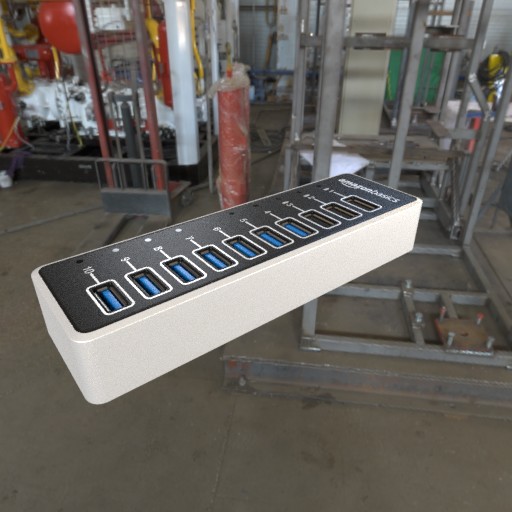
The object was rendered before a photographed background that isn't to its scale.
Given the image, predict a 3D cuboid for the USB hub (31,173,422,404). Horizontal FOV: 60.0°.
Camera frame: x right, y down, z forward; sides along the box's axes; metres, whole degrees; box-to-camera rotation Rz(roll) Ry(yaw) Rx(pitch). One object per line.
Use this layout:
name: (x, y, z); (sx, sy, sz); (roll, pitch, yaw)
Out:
USB hub: (0.000, 0.000, 0.166); (0.145, 0.023, 0.044); (-21, 37, -32)
